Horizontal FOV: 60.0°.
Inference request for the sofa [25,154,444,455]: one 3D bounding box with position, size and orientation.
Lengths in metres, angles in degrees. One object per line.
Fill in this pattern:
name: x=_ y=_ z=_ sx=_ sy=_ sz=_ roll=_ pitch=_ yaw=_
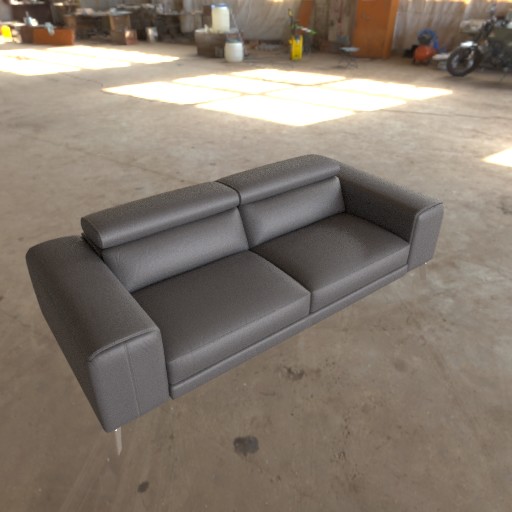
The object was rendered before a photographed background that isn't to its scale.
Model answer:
sofa: x=0.000 y=0.000 z=2.681 sx=2.321 sy=0.759 sz=1.023 roll=-22 pitch=38 yaw=-30
